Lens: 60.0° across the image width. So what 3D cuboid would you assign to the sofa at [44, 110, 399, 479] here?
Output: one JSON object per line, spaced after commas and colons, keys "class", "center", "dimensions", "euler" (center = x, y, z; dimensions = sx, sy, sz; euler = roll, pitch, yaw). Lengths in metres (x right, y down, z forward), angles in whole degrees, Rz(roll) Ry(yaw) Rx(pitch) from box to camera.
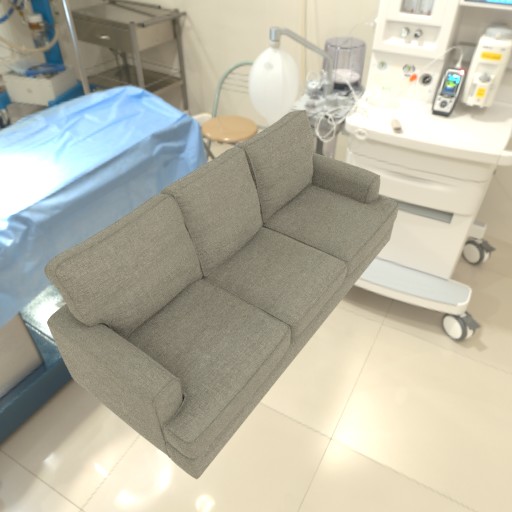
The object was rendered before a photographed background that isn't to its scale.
{"class": "sofa", "center": [0.000, 0.000, 2.604], "dimensions": [0.951, 0.965, 2.158], "euler": [26, 47, 26]}
